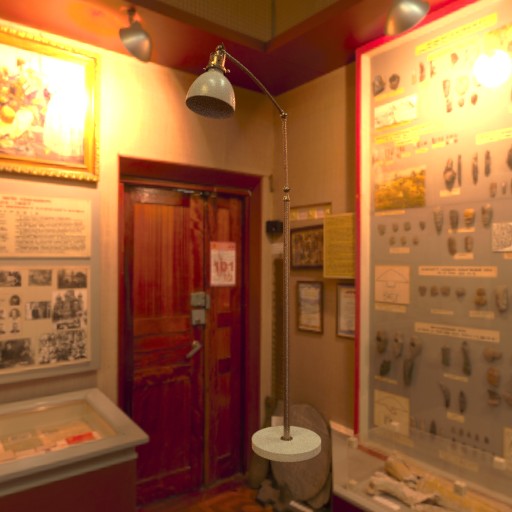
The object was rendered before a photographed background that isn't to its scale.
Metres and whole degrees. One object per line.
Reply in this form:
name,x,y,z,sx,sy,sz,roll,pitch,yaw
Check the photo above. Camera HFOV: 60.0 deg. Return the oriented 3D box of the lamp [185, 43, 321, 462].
lamp,0.000,0.000,1.763,0.599,1.586,0.288,0,0,-36
